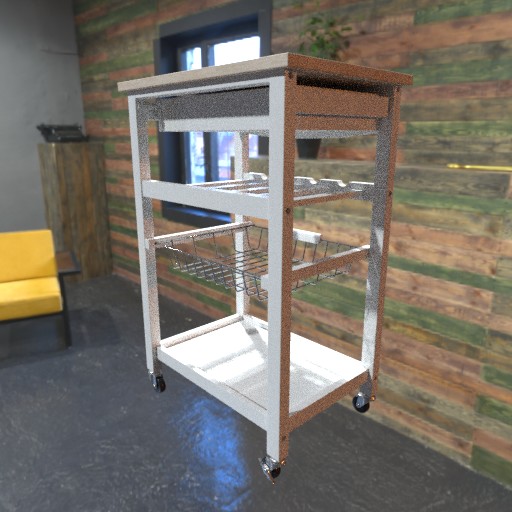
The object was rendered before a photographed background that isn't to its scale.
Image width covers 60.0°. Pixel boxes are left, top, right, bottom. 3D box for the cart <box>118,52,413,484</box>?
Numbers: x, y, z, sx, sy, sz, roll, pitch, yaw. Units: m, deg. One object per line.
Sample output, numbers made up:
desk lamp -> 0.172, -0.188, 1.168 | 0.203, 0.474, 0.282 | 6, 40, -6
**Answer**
cart -> 0.000, 0.000, 1.151 | 0.406, 0.857, 0.578 | -14, 20, -41
